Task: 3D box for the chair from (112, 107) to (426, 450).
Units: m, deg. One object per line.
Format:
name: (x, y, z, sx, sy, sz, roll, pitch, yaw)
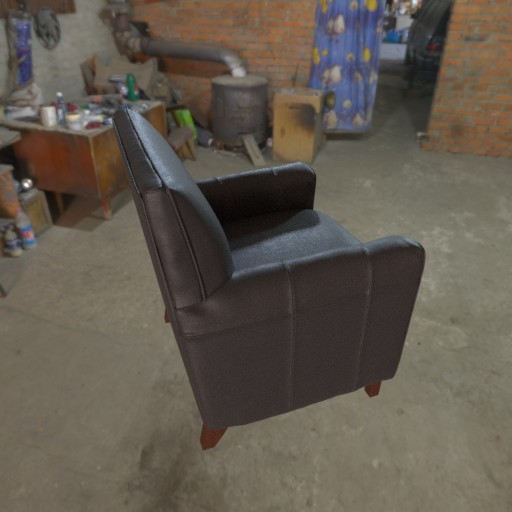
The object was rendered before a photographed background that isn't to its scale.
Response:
chair: (0.000, 0.000, 1.609, 0.825, 0.943, 0.870, -10, 32, -17)
